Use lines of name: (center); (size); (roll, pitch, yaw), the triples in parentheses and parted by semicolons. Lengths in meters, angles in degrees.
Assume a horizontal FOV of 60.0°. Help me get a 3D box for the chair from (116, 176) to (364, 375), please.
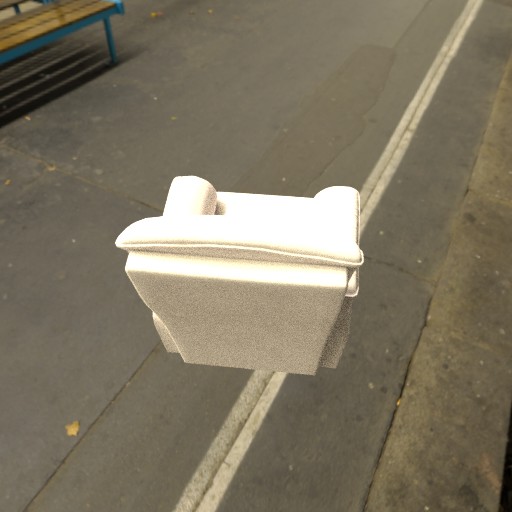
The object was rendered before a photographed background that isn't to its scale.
chair: (0.000, 0.000, 1.751); (0.820, 1.039, 1.001); (4, 46, 4)
